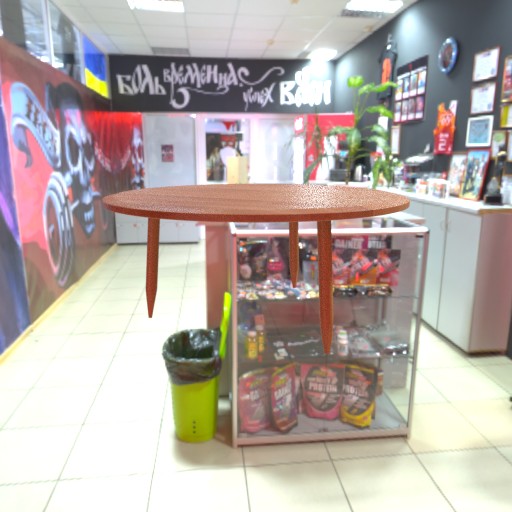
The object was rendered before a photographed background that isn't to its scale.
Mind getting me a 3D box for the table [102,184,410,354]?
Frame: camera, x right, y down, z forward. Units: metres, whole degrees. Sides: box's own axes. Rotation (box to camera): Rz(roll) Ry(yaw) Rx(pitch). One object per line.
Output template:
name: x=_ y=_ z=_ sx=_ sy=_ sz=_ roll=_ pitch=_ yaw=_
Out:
table: x=0.000 y=0.000 z=1.411 sx=0.900 sy=0.400 sz=0.900 roll=0 pitch=13 yaw=0
